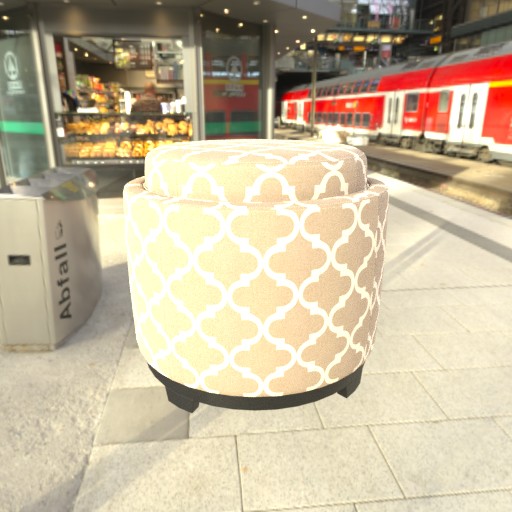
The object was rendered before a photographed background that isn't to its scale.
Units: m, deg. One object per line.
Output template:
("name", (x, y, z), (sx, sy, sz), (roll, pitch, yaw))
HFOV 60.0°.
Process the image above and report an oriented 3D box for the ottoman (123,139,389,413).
("ottoman", (0.000, 0.000, 0.863), (0.480, 0.429, 0.480), (0, 18, 0))
